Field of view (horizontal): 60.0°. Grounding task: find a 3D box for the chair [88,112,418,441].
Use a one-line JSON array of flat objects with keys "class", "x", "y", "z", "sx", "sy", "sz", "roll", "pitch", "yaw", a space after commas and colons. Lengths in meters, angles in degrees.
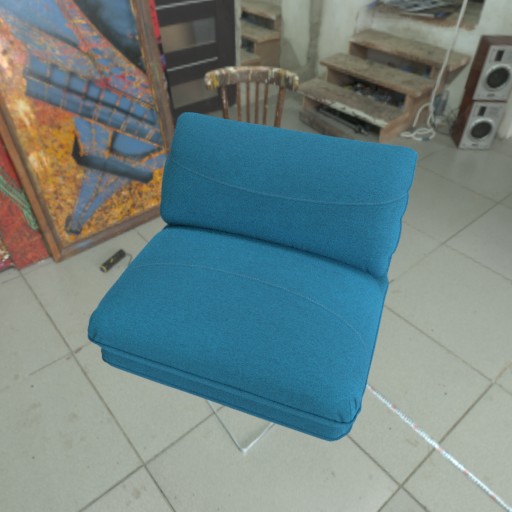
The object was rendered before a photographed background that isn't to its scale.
[{"class": "chair", "x": 0.000, "y": 0.000, "z": 1.379, "sx": 0.820, "sy": 0.580, "sz": 0.780, "roll": 14, "pitch": 43, "yaw": 15}]
